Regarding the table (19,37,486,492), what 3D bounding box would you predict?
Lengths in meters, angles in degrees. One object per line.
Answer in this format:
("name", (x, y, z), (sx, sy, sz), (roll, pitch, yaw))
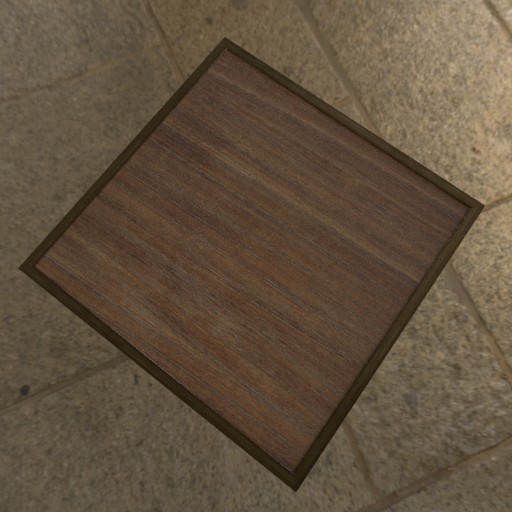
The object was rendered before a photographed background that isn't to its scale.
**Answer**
("table", (0.000, 0.000, 1.418), (0.909, 0.451, 0.899), (36, 79, 8))
